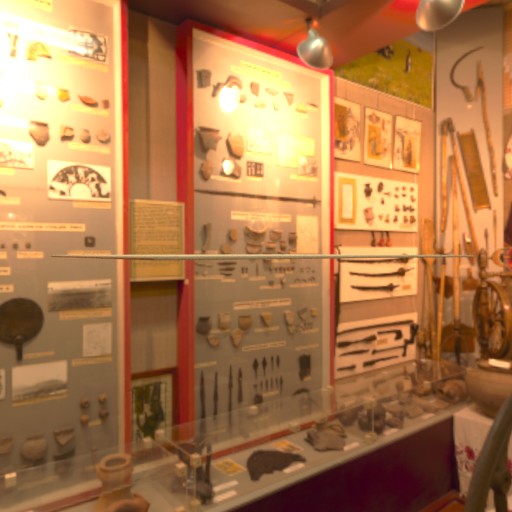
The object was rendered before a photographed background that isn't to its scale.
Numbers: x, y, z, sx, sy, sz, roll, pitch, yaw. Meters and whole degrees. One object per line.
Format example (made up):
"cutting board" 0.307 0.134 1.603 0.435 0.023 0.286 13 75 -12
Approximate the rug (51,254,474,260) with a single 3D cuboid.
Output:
"rug" 0.000 0.000 3.983 2.976 0.018 2.430 0 0 -36
